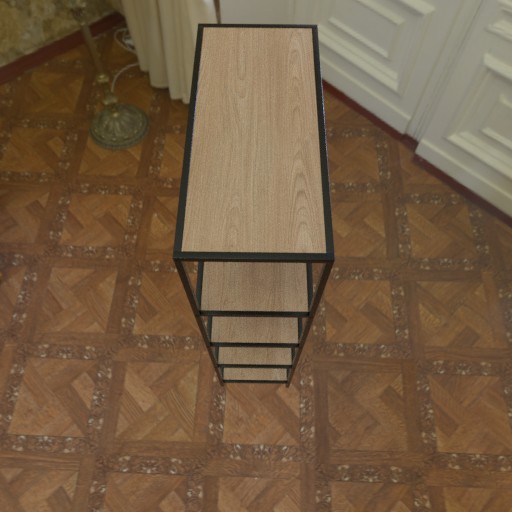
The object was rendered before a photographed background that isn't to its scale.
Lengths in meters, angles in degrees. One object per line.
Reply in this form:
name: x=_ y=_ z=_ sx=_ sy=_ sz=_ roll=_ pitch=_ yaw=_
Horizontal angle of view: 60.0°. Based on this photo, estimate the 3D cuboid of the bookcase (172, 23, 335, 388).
bookcase: x=0.000 y=0.000 z=1.796 sx=0.350 sy=1.500 sz=0.770 roll=1 pitch=63 yaw=0
